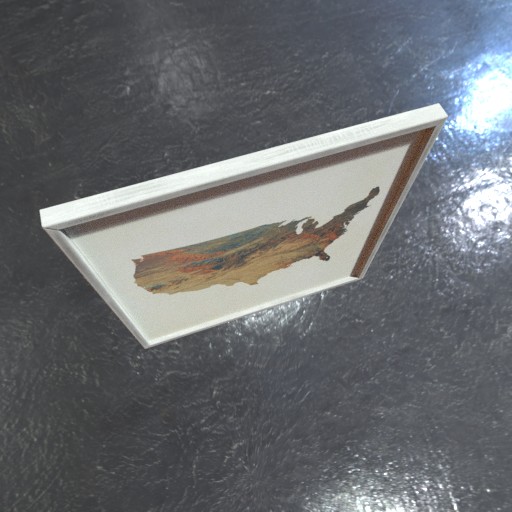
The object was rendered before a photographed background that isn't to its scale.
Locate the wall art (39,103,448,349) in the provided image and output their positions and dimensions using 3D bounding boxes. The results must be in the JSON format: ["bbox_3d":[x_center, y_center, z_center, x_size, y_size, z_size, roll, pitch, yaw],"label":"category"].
[{"bbox_3d":[0.000,0.000,0.451,0.303,0.303,0.015,-17,64,-8],"label":"wall art"}]
